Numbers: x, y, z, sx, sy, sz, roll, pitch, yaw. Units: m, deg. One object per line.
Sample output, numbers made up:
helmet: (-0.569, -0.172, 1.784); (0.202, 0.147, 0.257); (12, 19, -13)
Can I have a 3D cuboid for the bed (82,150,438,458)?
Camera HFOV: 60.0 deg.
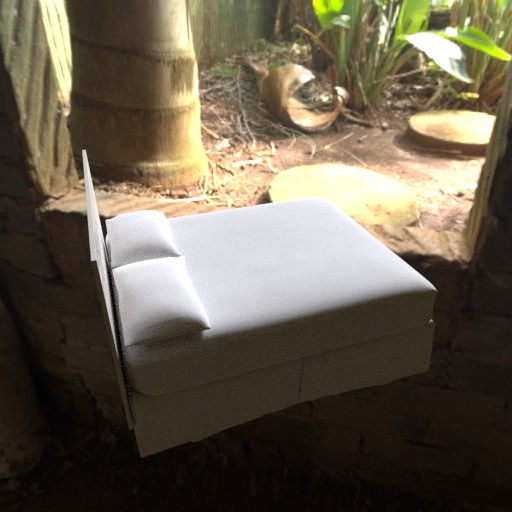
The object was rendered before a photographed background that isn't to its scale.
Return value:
bed: (0.000, 0.000, 3.208); (2.094, 1.335, 1.745); (-11, 33, -17)
